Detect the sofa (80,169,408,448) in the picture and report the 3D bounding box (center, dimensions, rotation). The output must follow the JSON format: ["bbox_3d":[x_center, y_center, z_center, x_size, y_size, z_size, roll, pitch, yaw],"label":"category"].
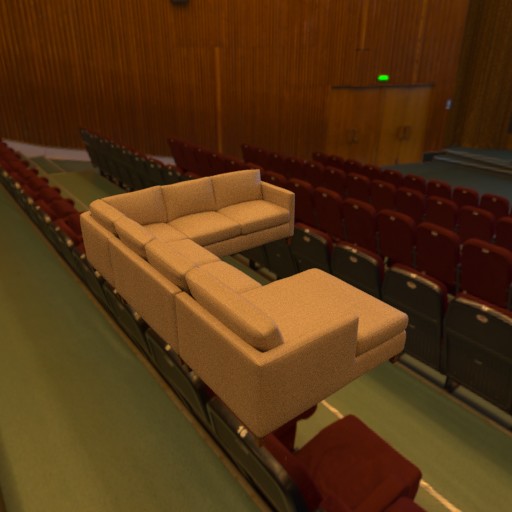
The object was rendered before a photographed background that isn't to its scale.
[{"bbox_3d":[0.000,0.000,4.718,2.594,0.961,3.460,-18,31,-33],"label":"sofa"}]
